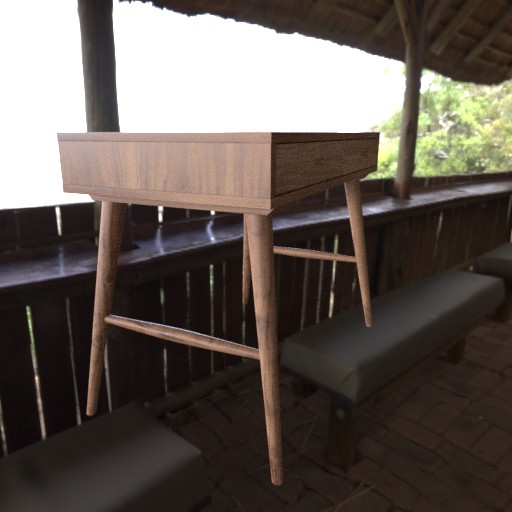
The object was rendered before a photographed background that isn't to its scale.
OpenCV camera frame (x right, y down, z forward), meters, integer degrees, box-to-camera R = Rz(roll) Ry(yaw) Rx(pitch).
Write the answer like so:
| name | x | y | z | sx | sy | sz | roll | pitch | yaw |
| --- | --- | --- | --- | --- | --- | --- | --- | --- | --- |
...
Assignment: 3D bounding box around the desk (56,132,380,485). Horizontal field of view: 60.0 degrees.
| name | x | y | z | sx | sy | sz | roll | pitch | yaw |
| --- | --- | --- | --- | --- | --- | --- | --- | --- | --- |
| desk | 0.000 | 0.000 | 1.408 | 0.588 | 0.758 | 0.949 | 8 | 17 | 25 |
